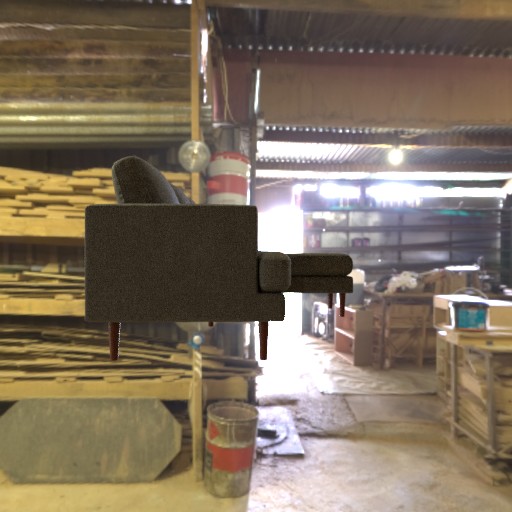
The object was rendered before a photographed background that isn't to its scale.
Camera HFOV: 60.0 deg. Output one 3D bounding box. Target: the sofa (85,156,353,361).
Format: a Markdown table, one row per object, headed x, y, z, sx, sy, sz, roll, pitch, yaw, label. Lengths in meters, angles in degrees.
| x | y | z | sx | sy | sz | roll | pitch | yaw | label |
| --- | --- | --- | --- | --- | --- | --- | --- | --- | --- |
| 0.000 | 0.000 | 3.018 | 1.504 | 0.956 | 2.233 | 0 | 0 | -1 | sofa |
